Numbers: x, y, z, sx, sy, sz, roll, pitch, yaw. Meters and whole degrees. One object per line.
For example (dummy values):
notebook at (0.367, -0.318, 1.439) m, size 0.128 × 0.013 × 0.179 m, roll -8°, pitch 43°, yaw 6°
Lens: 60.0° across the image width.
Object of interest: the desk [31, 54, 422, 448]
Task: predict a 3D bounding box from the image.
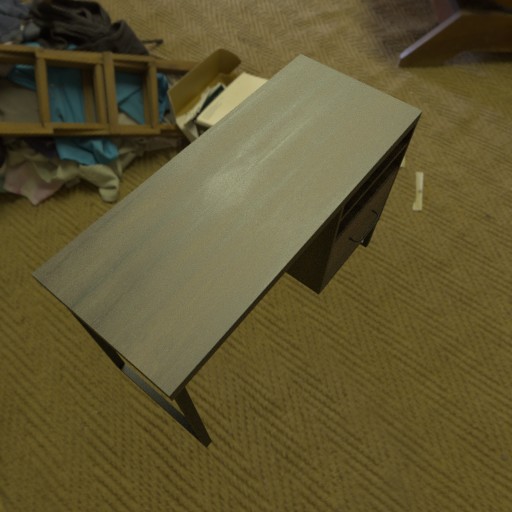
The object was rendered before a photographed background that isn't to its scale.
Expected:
desk at (0.000, 0.000, 1.556) m, size 0.511 × 0.752 × 1.134 m, roll 34°, pitch 64°, yaw 19°
